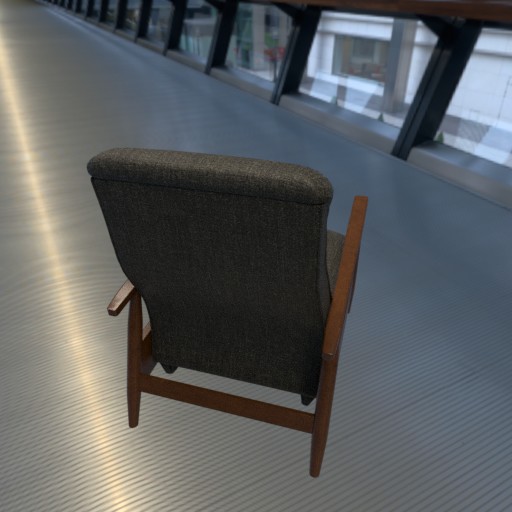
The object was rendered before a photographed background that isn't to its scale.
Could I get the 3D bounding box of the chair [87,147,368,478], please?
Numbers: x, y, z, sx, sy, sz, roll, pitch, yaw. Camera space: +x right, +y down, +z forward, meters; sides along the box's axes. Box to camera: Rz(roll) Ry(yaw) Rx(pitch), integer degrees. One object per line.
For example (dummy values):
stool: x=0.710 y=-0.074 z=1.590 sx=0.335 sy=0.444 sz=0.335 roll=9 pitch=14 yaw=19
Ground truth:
chair: x=0.000 y=0.000 z=1.723 sx=0.762 sy=1.082 sz=1.014 roll=9 pitch=32 yaw=14
